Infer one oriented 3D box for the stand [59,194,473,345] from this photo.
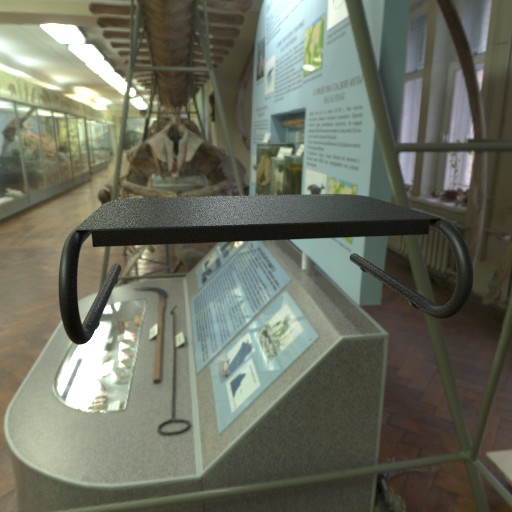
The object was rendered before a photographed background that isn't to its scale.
[{"bbox_3d":[0.000,0.000,0.517,0.370,0.108,0.280,-3,15,-9],"label":"stand"}]
